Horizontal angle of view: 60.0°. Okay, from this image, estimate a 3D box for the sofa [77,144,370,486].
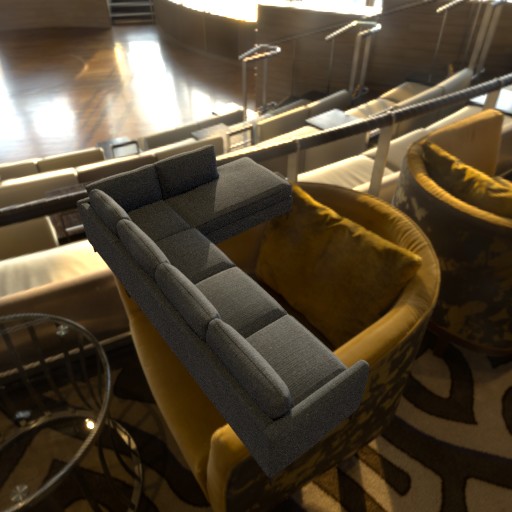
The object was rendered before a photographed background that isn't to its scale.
[{"bbox_3d":[0.000,0.000,3.822,2.007,0.815,2.949,-26,47,-27],"label":"sofa"}]
